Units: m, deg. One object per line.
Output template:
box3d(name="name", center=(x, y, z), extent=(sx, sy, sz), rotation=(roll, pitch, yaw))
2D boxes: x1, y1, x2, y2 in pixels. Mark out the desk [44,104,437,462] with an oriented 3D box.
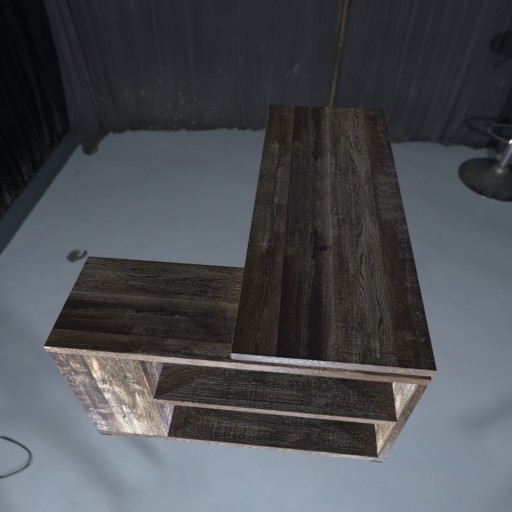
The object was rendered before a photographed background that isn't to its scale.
box3d(name="desk", center=(0.000, 0.000, 2.115), extent=(1.200, 0.753, 1.524), rotation=(4, 47, 4))
